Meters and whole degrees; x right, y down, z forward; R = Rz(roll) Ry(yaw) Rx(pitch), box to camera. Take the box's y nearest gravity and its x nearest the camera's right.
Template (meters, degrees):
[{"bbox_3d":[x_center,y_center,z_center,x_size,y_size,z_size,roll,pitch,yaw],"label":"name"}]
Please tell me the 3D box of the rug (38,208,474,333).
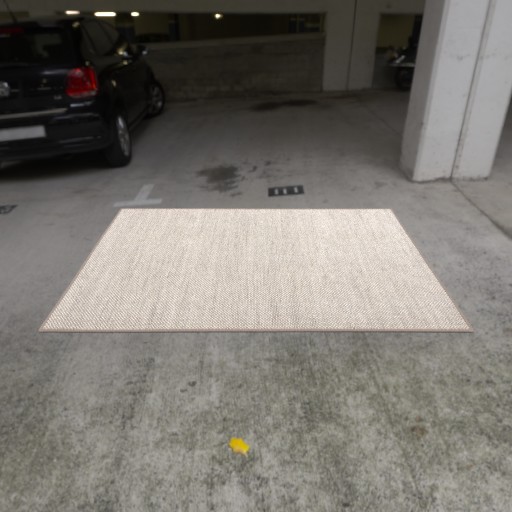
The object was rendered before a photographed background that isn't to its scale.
[{"bbox_3d":[0.000,0.000,2.794,2.115,0.013,1.517,0,29,0],"label":"rug"}]
